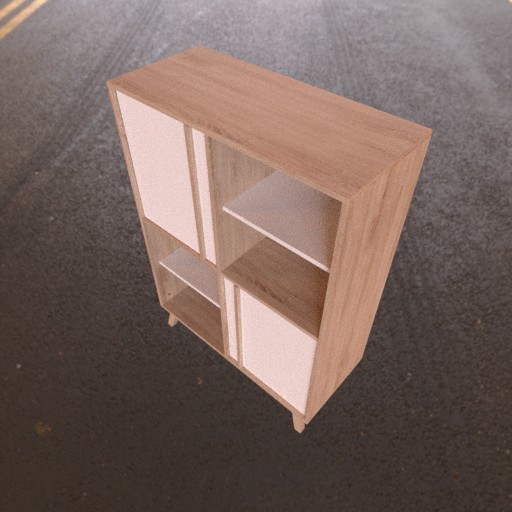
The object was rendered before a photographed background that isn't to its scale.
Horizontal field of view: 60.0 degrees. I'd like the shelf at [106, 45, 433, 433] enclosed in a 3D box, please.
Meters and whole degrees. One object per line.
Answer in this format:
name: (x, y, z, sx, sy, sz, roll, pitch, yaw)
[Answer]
shelf: (0.000, 0.000, 1.915, 1.000, 1.390, 0.450, 32, 53, 28)
